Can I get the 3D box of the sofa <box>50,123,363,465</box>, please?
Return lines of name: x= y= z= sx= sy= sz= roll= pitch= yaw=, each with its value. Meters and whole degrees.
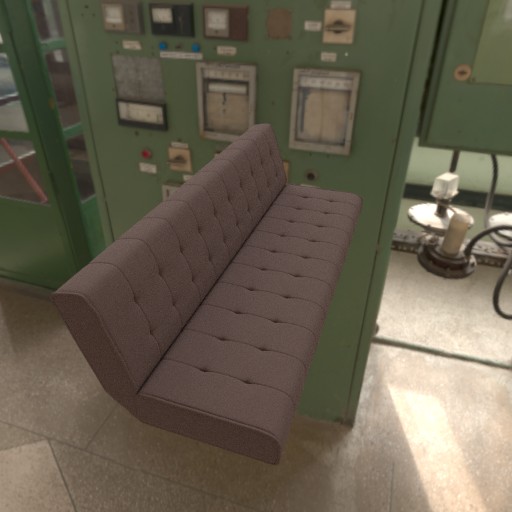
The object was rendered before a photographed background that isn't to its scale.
sofa: x=0.000 y=0.000 z=2.015 sx=0.747 sy=0.699 sz=1.703 roll=11 pitch=34 yaw=16
